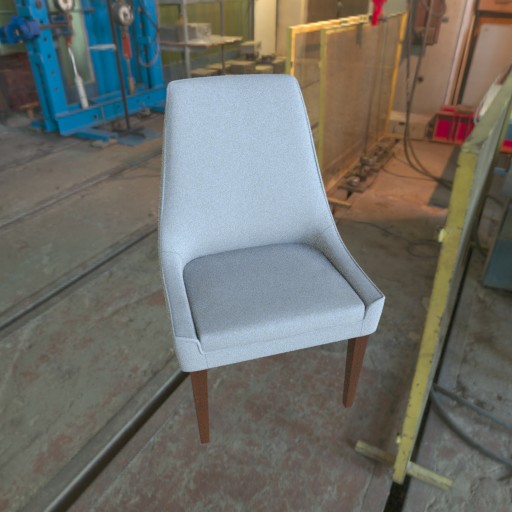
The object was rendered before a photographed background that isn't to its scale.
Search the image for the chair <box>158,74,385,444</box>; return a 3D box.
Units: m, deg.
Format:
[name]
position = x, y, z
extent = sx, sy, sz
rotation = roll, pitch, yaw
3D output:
[chair]
position = 0.000, 0.000, 1.235
extent = 0.529, 0.861, 0.544
rotation = -9, 33, -14
